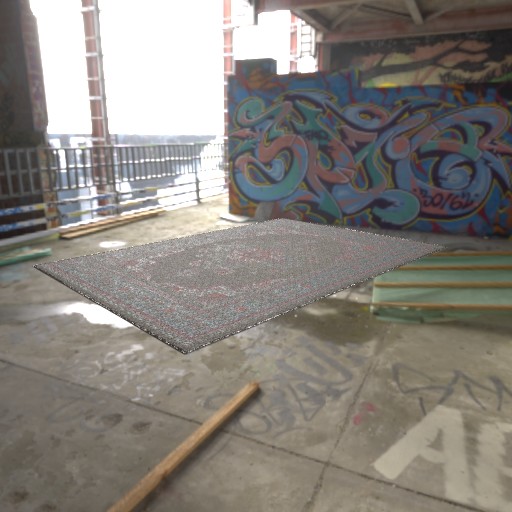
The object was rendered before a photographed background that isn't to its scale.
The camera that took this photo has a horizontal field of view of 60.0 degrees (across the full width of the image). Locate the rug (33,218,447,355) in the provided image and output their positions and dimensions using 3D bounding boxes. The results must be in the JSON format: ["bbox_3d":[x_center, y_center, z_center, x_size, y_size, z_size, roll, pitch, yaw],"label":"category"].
[{"bbox_3d":[0.000,0.000,3.714,2.890,0.013,2.005,-15,21,-43],"label":"rug"}]
